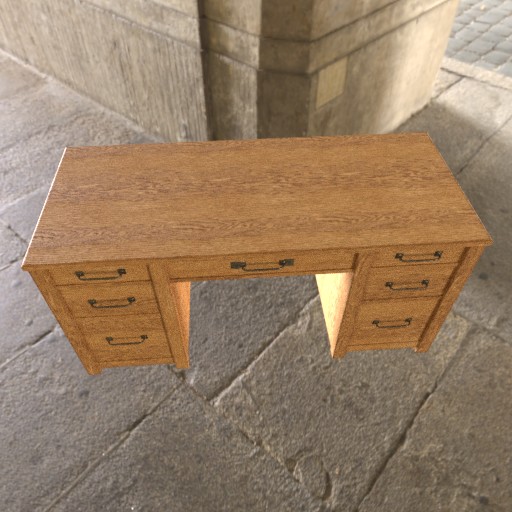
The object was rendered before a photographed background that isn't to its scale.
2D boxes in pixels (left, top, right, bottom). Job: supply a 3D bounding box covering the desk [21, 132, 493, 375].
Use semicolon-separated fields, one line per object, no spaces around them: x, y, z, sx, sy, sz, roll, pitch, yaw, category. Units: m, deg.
0.000;0.000;1.963;1.567;0.751;0.685;-3;48;-3;desk
